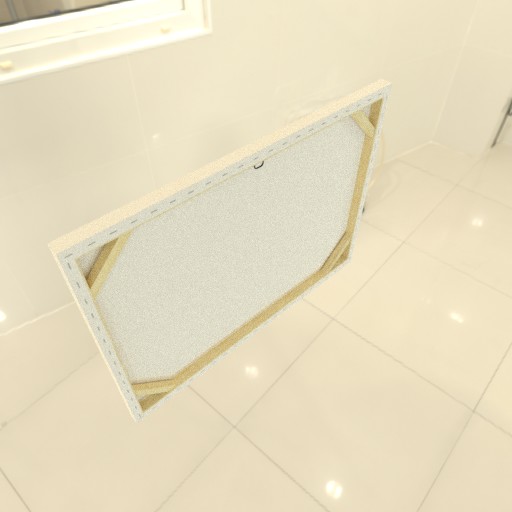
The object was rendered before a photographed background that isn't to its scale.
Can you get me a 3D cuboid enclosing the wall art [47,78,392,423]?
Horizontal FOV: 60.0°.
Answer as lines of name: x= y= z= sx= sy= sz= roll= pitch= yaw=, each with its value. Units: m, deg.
wall art: x=0.000 y=0.000 z=1.330 sx=1.016 sy=0.762 sz=0.038 roll=-33 pitch=55 yaw=-27
